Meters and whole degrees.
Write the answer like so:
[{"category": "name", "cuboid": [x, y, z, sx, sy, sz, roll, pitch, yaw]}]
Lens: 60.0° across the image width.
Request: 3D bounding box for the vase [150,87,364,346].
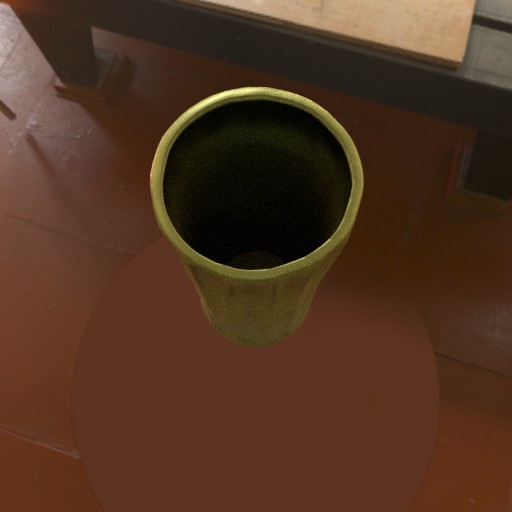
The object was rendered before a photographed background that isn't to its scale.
[{"category": "vase", "cuboid": [0.000, 0.000, 0.176, 0.061, 0.143, 0.061, 0, 74, 0]}]
